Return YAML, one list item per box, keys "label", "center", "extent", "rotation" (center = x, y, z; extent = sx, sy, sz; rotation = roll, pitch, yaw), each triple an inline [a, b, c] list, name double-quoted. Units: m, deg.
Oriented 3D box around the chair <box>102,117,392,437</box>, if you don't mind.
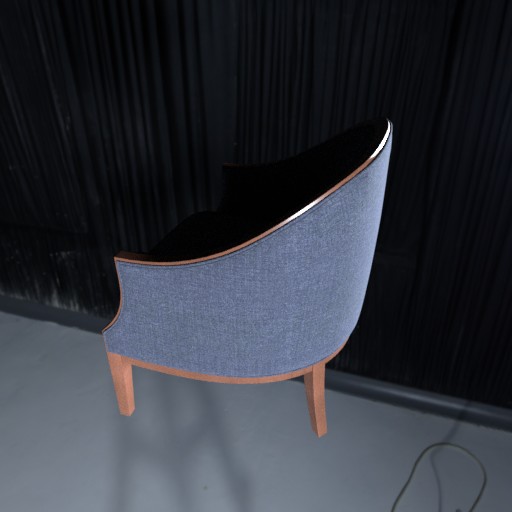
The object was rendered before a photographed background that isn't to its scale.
- label: "chair"
  center: [0.000, 0.000, 1.438]
  extent: [0.735, 0.876, 0.803]
  rotation: [9, 31, 15]
